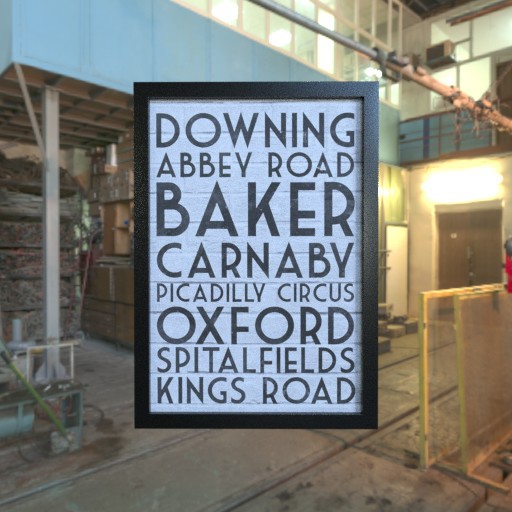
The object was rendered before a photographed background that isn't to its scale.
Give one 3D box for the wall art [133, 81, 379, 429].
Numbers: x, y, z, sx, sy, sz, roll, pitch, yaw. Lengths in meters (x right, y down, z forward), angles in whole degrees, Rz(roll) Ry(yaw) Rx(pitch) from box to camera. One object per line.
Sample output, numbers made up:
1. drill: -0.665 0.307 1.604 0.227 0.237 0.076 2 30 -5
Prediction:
1. wall art: 0.000 0.000 0.846 0.462 0.656 0.019 0 1 0
